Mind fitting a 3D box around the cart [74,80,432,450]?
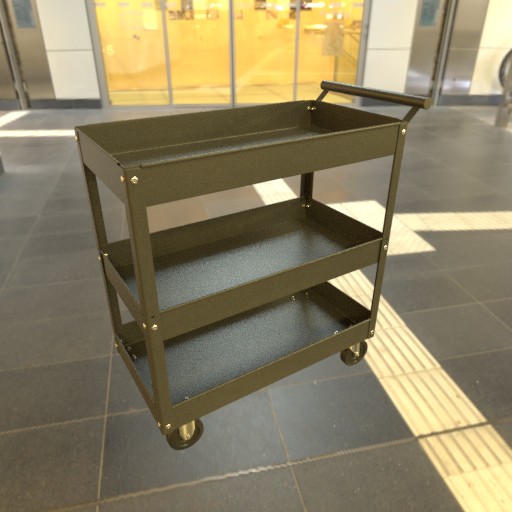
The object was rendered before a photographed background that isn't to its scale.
[{"bbox_3d":[0.000,0.000,1.158,0.719,0.780,0.366,-17,33,-28],"label":"cart"}]
